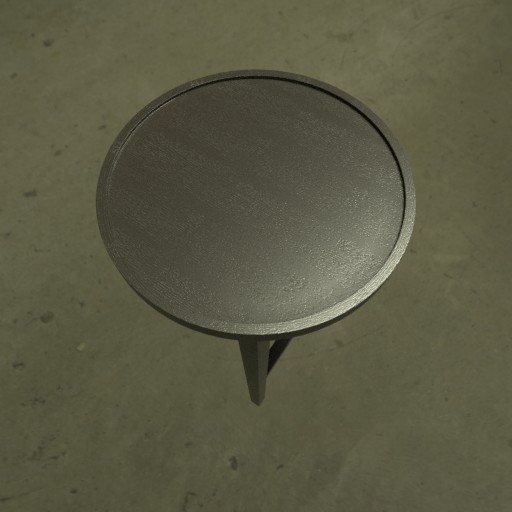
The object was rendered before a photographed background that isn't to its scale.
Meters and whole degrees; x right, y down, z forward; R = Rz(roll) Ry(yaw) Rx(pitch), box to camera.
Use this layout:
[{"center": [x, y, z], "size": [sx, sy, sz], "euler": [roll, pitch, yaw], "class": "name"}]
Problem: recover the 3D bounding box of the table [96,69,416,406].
[{"center": [0.000, 0.000, 0.937], "size": [0.500, 0.531, 0.500], "euler": [0, 63, 0], "class": "table"}]
